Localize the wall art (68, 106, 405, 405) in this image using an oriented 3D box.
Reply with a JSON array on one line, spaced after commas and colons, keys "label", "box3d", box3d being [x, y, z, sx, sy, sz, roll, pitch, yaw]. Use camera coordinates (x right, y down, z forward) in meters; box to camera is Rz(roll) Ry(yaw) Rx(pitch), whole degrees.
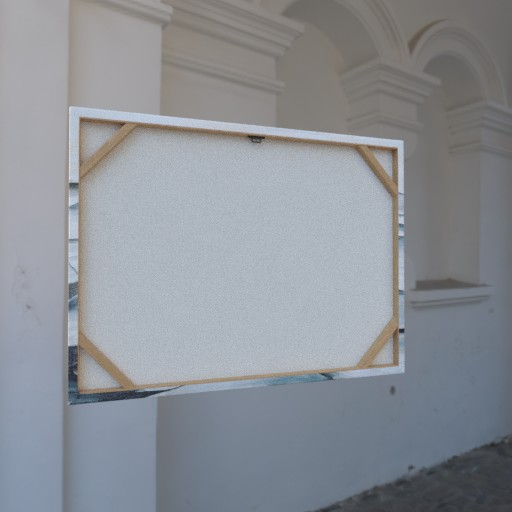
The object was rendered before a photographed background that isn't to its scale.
[{"label": "wall art", "box3d": [0.000, 0.000, 1.566, 1.219, 0.915, 0.039, 0, -1, -19]}]
